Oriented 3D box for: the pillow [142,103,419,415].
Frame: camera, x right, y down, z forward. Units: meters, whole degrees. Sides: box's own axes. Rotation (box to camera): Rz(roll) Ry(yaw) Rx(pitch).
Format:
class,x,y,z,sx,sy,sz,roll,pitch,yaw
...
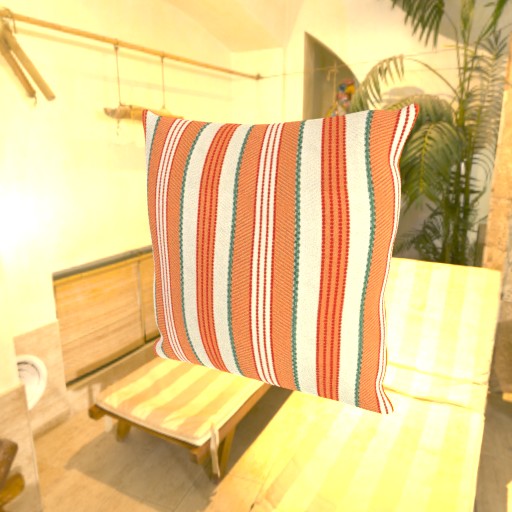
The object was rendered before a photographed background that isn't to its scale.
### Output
class,x,y,z,sx,sy,sz,roll,pitch,yaw
pillow,0.000,0.000,0.678,0.440,0.441,0.182,7,16,27
